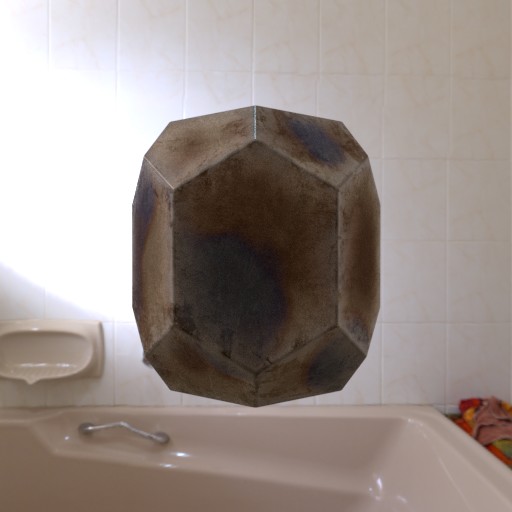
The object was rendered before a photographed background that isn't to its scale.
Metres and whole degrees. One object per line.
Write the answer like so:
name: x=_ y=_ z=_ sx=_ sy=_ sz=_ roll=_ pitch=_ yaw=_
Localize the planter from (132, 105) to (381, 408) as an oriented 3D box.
planter: x=0.000 y=0.000 z=0.434 sx=0.243 sy=0.238 sz=0.221 roll=0 pitch=1 yaw=0
